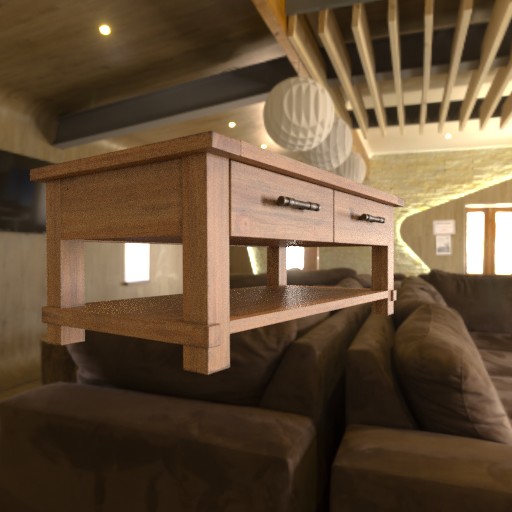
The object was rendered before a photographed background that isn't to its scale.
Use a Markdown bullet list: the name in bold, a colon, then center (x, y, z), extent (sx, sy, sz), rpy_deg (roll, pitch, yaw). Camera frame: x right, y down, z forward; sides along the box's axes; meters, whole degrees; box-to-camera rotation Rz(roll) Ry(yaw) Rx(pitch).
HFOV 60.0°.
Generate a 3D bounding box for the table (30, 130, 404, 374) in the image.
- **table**: center (0.000, 0.000, 1.583), extent (0.693, 0.494, 1.270), rpy_deg (0, 0, 35)
